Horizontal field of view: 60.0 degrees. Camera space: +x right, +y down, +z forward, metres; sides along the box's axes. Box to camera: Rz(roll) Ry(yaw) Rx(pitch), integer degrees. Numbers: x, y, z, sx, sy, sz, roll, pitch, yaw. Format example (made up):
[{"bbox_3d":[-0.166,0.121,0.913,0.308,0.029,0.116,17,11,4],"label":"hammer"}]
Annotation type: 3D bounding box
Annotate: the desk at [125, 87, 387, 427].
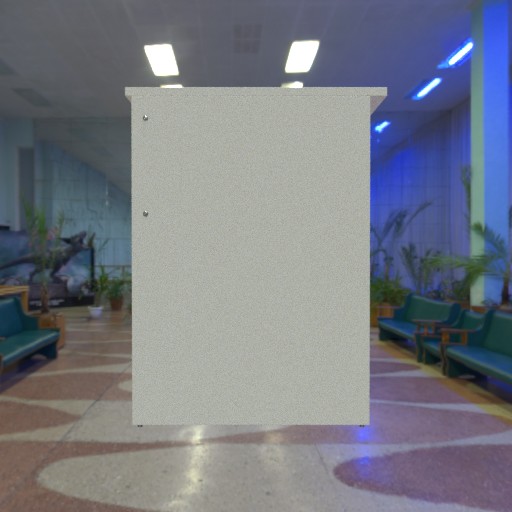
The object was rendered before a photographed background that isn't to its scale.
[{"bbox_3d":[0.000,0.000,1.496,0.560,0.730,1.096,0,0,0],"label":"desk"}]
